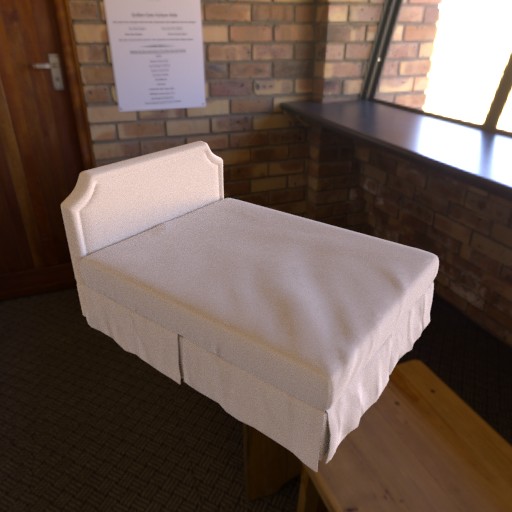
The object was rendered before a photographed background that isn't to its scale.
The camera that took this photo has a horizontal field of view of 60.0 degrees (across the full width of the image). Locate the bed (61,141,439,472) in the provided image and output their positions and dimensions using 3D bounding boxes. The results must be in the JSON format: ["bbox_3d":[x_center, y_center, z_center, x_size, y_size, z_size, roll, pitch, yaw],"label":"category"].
[{"bbox_3d":[0.000,0.000,3.620,2.498,1.293,1.977,19,33,33],"label":"bed"}]
